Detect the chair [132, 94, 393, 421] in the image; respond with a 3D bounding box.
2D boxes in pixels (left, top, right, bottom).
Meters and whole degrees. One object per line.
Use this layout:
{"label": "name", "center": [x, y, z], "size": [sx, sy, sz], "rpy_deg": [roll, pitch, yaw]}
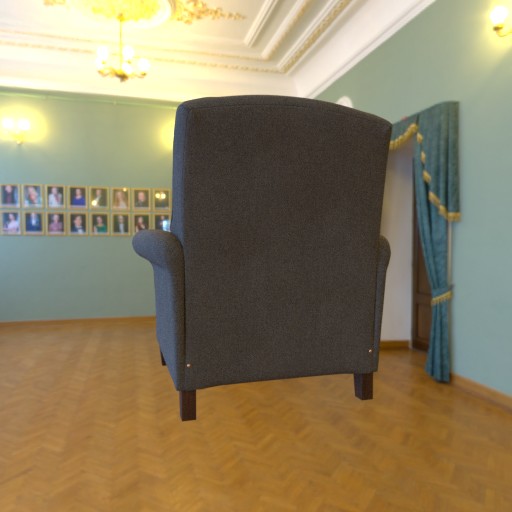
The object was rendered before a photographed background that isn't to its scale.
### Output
{"label": "chair", "center": [0.000, 0.000, 1.856], "size": [0.978, 1.061, 0.905], "rpy_deg": [0, 2, -17]}
